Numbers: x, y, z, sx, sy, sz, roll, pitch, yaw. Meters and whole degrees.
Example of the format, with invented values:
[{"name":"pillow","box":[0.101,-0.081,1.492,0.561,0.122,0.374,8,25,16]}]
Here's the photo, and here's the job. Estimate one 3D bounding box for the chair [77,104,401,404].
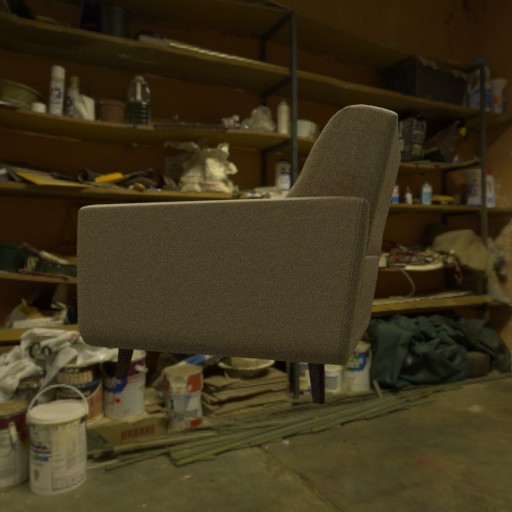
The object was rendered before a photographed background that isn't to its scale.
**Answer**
[{"name":"chair","box":[0.000,0.000,1.831,1.128,0.965,0.897,0,0,19]}]
